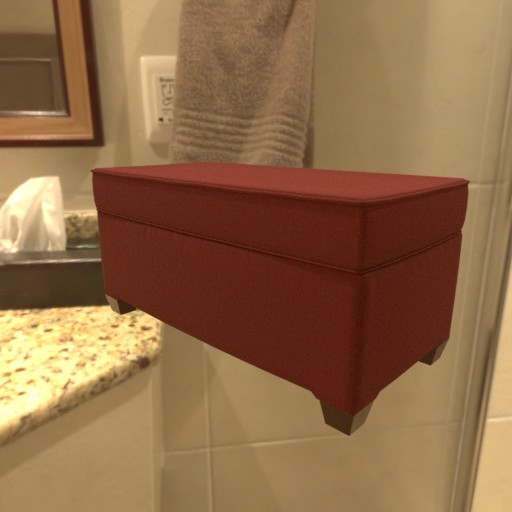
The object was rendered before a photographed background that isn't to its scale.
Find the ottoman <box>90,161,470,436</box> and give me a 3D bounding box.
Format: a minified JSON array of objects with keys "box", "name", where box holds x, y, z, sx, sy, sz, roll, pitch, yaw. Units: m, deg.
[{"box":[0.000,0.000,1.223,0.948,0.454,0.497,14,21,42],"name":"ottoman"}]
